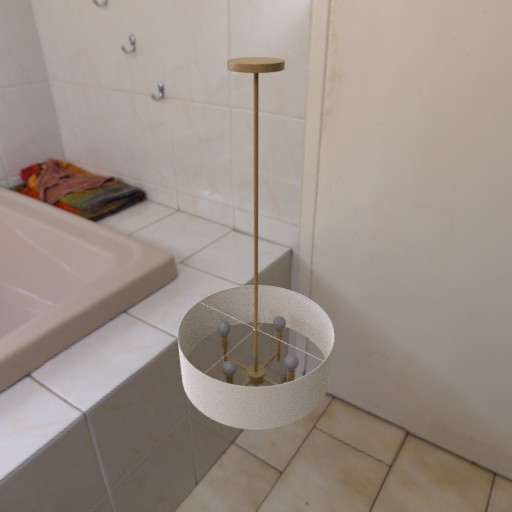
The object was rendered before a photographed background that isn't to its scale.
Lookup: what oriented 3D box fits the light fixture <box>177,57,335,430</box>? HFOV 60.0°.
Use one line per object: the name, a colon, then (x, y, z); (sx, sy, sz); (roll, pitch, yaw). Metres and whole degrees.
light fixture: (0.000, 0.000, 1.312); (0.508, 1.067, 0.508); (0, 30, 0)
